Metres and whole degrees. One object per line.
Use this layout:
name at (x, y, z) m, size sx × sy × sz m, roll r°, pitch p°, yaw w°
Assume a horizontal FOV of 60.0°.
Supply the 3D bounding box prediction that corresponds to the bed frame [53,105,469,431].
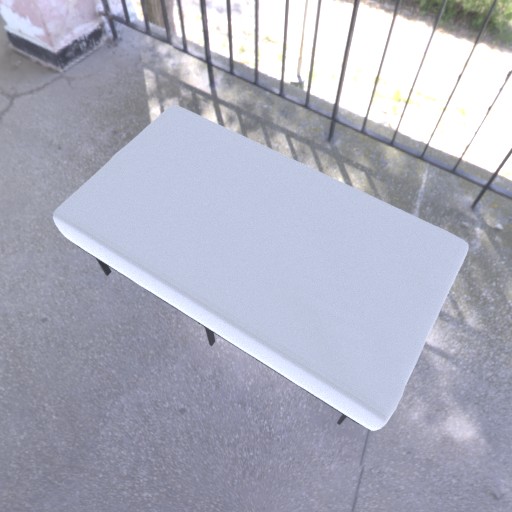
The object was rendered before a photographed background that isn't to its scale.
bed frame at (0.000, 0.000, 2.454) m, size 1.908 × 0.640 × 1.025 m, roll 29°, pitch 63°, yaw 16°
